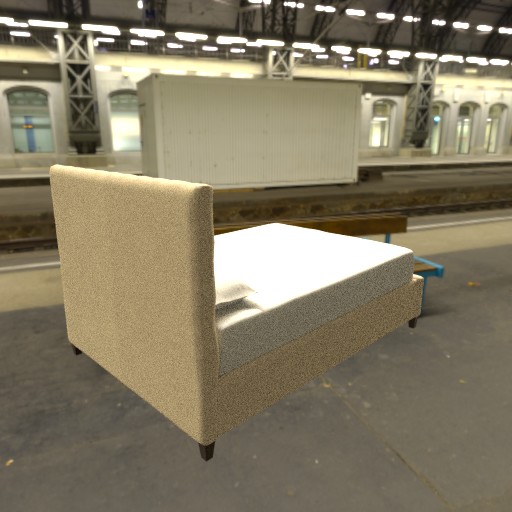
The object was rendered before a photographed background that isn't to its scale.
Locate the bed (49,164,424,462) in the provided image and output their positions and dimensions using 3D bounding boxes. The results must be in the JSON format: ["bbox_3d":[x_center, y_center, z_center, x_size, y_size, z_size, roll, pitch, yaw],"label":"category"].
[{"bbox_3d":[0.000,0.000,3.451,2.387,1.427,1.698,-15,22,-43],"label":"bed"}]
